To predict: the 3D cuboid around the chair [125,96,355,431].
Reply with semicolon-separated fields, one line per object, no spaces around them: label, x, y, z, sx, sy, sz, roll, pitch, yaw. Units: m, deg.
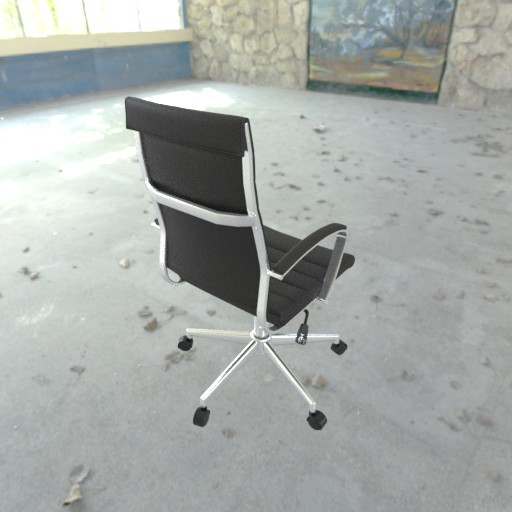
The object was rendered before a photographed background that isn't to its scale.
chair;0.000;0.000;1.620;0.766;1.149;0.739;22;36;33
